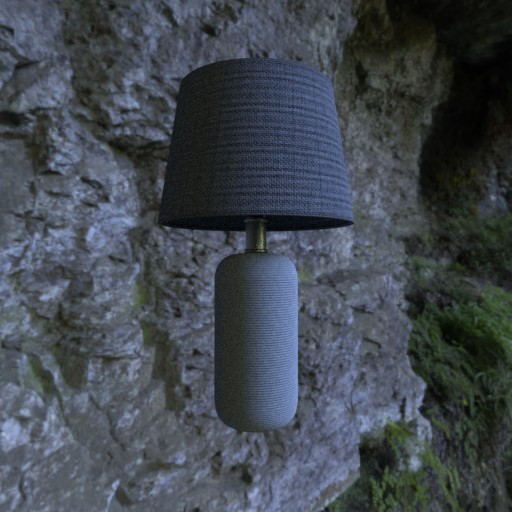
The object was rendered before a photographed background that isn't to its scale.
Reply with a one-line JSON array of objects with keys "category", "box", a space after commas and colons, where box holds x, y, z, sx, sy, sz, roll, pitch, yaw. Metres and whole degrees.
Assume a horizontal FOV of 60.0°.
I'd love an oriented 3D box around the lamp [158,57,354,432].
[{"category": "lamp", "box": [0.000, 0.000, 0.578, 0.251, 0.429, 0.251, 0, -1, 0]}]
